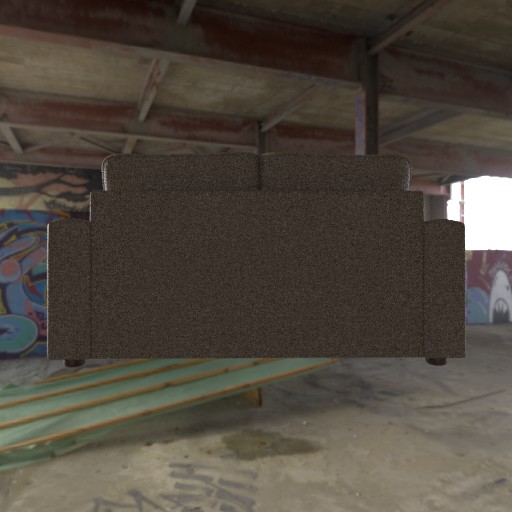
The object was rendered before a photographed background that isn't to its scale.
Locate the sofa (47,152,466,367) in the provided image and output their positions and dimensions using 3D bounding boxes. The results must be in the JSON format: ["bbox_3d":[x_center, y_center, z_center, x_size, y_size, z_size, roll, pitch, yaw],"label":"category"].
[{"bbox_3d":[0.000,0.000,2.201,1.616,0.873,1.016,0,0,-1],"label":"sofa"}]
